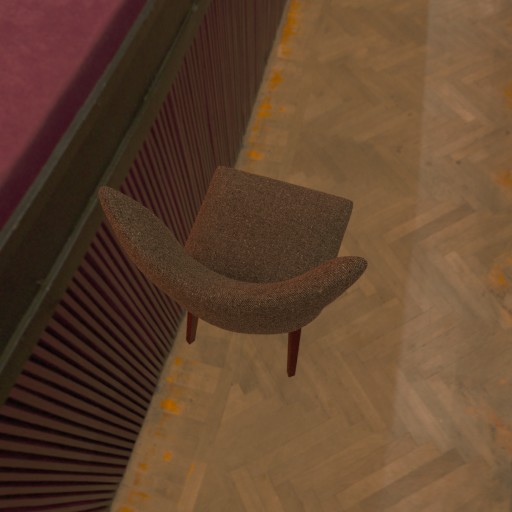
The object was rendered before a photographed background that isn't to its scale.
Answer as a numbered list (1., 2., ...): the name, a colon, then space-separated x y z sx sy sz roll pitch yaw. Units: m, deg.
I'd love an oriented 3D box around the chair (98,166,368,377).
1. chair: 0.000 0.000 1.307 0.535 0.924 0.623 16 64 8
